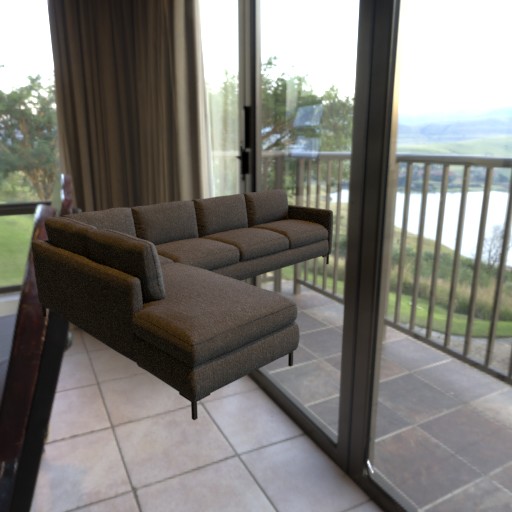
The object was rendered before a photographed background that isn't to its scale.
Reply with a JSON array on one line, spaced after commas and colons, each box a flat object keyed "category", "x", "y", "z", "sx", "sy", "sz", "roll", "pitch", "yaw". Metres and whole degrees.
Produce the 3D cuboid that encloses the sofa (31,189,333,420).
[{"category": "sofa", "x": 0.000, "y": 0.000, "z": 3.760, "sx": 2.007, "sy": 0.815, "sz": 2.949, "roll": 14, "pitch": 20, "yaw": 42}]
